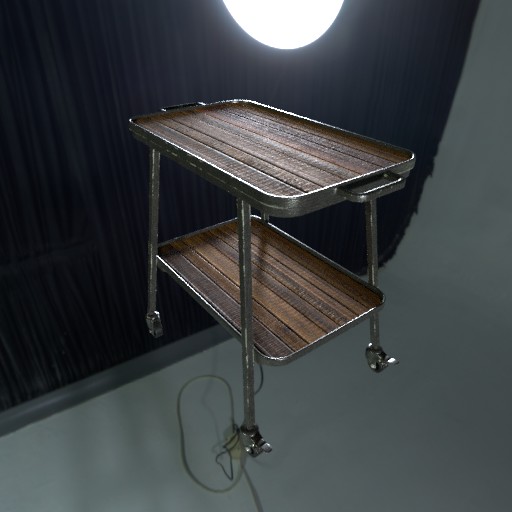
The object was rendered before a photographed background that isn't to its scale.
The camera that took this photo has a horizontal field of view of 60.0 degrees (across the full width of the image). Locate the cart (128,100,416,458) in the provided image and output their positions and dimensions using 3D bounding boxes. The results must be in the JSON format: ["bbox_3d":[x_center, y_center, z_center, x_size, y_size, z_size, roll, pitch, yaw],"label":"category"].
[{"bbox_3d":[0.000,0.000,1.272,0.515,0.700,0.806,-21,38,-31],"label":"cart"}]
